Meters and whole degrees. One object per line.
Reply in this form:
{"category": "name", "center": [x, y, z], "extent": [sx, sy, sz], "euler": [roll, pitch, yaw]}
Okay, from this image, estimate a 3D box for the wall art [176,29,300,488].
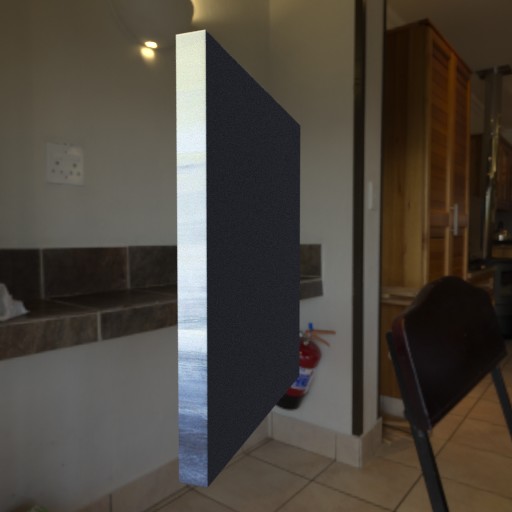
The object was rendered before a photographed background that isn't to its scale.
{"category": "wall art", "center": [0.000, 0.000, 0.705], "extent": [0.037, 0.511, 0.435], "euler": [1, 2, 19]}
